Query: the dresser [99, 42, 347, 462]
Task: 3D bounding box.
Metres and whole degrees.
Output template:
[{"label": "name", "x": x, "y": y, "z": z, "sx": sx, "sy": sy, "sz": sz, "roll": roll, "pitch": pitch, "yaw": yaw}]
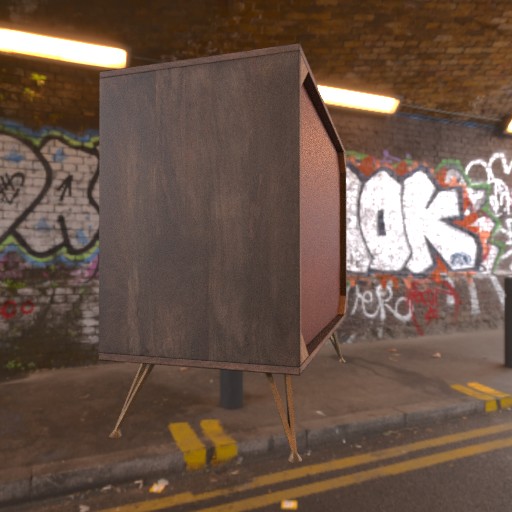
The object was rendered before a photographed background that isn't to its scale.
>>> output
[{"label": "dresser", "x": 0.000, "y": 0.000, "z": 1.344, "sx": 0.453, "sy": 0.801, "sz": 0.923, "roll": 0, "pitch": -1, "yaw": 17}]
